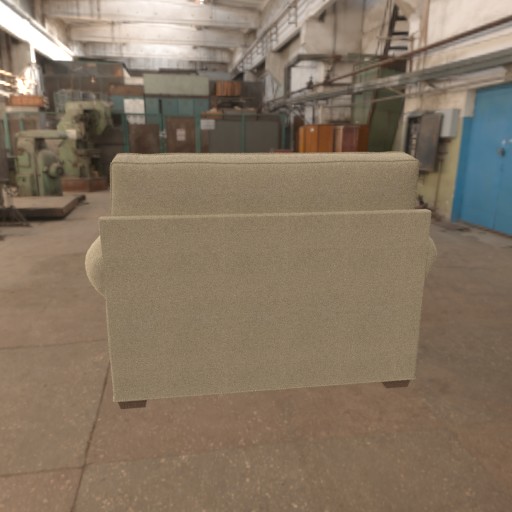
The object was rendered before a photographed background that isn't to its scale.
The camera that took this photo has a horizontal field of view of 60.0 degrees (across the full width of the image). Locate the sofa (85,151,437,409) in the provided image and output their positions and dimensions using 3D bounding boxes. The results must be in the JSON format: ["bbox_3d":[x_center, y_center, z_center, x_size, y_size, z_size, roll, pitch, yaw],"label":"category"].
[{"bbox_3d":[0.000,0.000,2.125,1.405,0.991,0.936,-2,15,-8],"label":"sofa"}]
